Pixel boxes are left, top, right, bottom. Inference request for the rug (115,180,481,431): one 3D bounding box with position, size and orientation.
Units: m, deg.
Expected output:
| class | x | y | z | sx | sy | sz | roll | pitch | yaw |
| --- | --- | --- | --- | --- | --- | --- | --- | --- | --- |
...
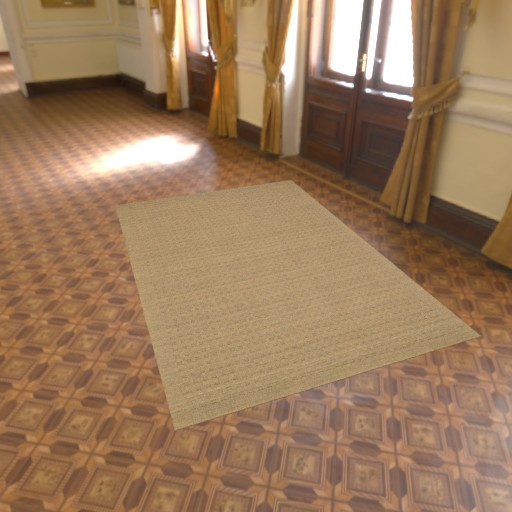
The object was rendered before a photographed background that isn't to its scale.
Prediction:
| class | x | y | z | sx | sy | sz | roll | pitch | yaw |
| --- | --- | --- | --- | --- | --- | --- | --- | --- | --- |
| rug | 0.000 | 0.000 | 3.695 | 1.981 | 0.006 | 2.895 | -11 | 33 | -18 |
